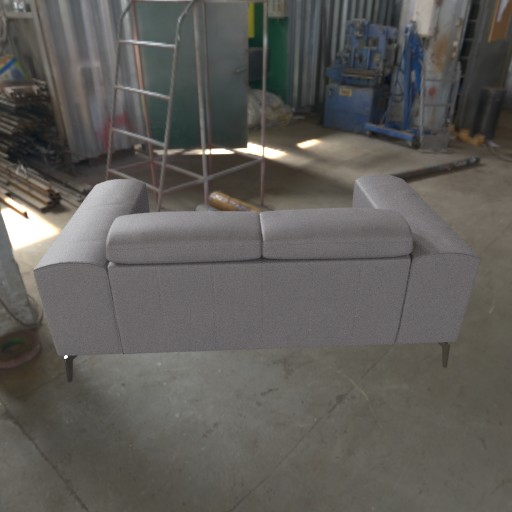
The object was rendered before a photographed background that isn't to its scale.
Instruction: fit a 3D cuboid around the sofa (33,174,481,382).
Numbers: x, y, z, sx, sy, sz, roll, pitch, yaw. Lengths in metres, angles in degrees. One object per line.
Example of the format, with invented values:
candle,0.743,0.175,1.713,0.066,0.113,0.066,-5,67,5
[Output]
sofa,0.000,0.000,2.372,1.895,0.779,1.003,-1,30,-3
